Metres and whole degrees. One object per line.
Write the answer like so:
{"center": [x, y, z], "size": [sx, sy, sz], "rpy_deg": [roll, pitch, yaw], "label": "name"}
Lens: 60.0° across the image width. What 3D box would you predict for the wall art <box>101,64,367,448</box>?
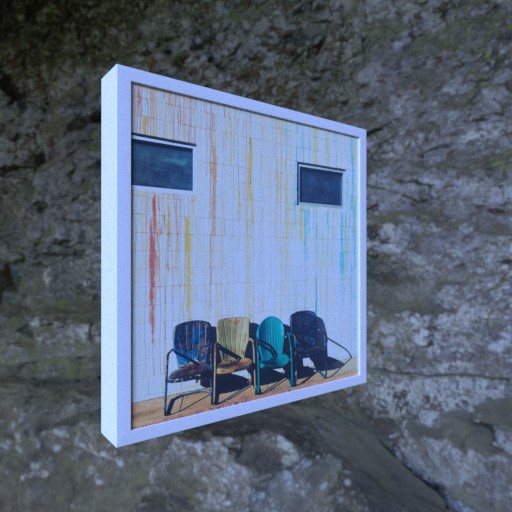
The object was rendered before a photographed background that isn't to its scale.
{"center": [0.000, 0.000, 0.458], "size": [0.305, 0.305, 0.038], "rpy_deg": [0, 0, -37], "label": "wall art"}
